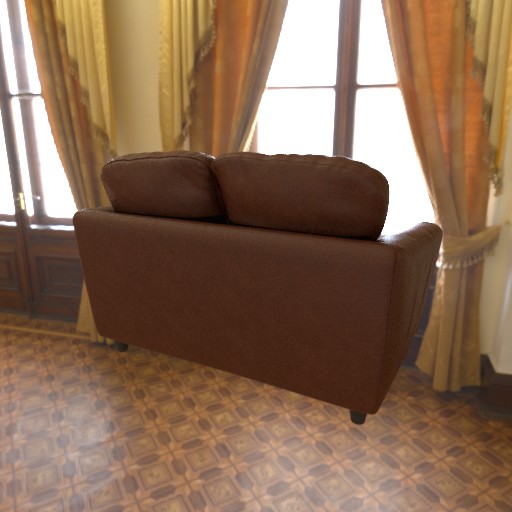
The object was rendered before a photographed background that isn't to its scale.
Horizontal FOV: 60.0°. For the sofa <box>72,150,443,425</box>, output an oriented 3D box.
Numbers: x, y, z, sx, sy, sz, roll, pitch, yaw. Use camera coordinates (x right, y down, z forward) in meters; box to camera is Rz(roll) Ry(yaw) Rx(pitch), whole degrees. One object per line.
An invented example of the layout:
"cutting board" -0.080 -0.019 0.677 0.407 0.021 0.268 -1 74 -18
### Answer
"sofa" 0.000 0.000 1.919 1.406 0.906 0.805 8 17 27
